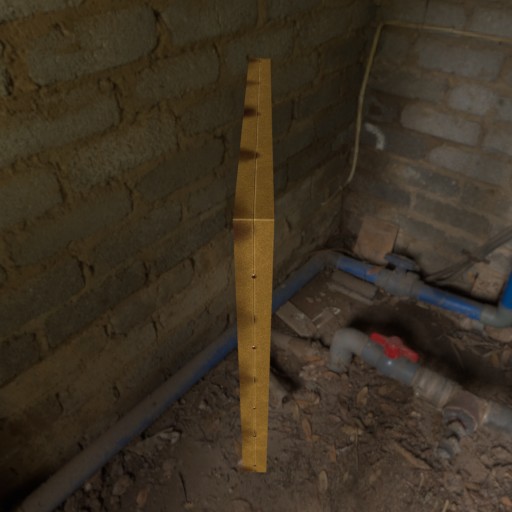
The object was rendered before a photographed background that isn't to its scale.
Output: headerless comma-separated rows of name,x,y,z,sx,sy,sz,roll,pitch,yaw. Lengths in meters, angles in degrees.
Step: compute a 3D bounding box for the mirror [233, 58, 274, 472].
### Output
mirror,0.000,0.000,0.766,0.042,0.507,0.509,1,40,1
